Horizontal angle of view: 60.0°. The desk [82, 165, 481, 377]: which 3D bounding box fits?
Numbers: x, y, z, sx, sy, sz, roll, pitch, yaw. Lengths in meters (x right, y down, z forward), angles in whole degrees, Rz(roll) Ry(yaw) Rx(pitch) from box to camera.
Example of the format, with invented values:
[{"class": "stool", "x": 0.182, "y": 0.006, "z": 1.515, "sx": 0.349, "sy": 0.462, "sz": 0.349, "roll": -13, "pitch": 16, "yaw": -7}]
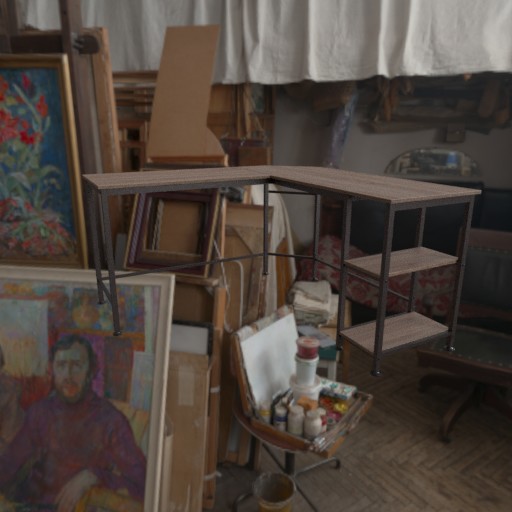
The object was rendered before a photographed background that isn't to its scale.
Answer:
[{"class": "desk", "x": 0.000, "y": 0.000, "z": 2.212, "sx": 1.379, "sy": 0.739, "sz": 1.379, "roll": -9, "pitch": 19, "yaw": -27}]
